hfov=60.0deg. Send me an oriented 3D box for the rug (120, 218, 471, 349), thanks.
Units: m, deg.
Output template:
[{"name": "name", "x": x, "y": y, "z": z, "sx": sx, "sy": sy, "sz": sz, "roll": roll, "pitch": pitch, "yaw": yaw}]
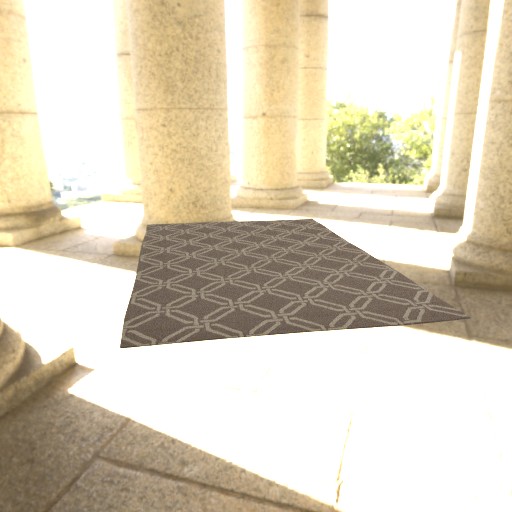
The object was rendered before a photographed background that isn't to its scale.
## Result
[{"name": "rug", "x": 0.000, "y": 0.000, "z": 2.194, "sx": 1.142, "sy": 0.010, "sz": 1.748, "roll": -3, "pitch": 16, "yaw": -10}]
